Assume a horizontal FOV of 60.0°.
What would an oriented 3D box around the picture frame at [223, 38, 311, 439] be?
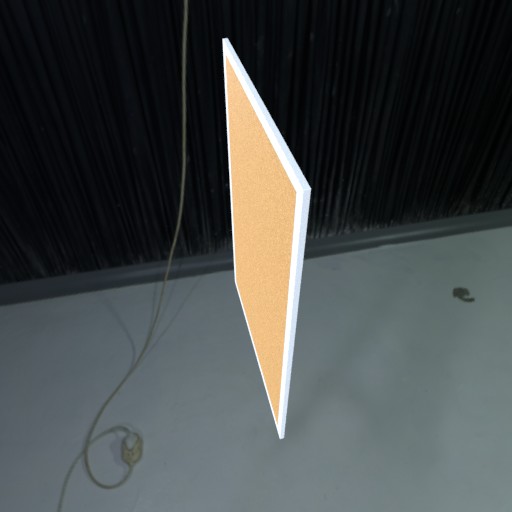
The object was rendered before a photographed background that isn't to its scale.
[{"bbox_3d":[0.000,0.000,1.245,0.013,0.940,0.659,-10,46,-10],"label":"picture frame"}]
